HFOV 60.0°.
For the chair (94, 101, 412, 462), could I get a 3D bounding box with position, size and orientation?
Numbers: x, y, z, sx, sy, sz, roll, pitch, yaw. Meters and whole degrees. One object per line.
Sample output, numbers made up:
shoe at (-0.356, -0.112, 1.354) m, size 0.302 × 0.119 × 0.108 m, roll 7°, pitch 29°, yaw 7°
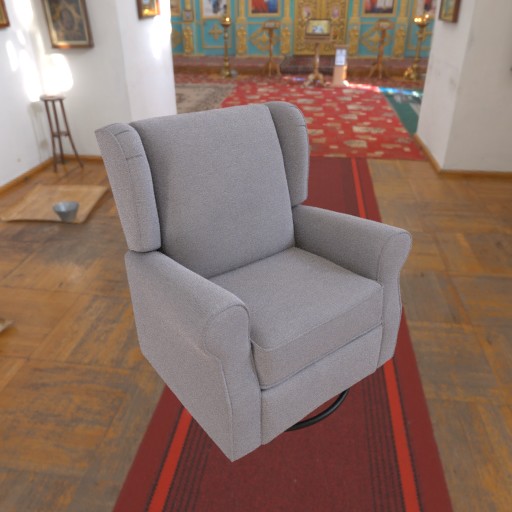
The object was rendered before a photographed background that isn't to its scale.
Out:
chair at (0.000, 0.000, 1.667) m, size 0.906 × 0.966 × 0.854 m, roll -20°, pitch 35°, yaw -32°
